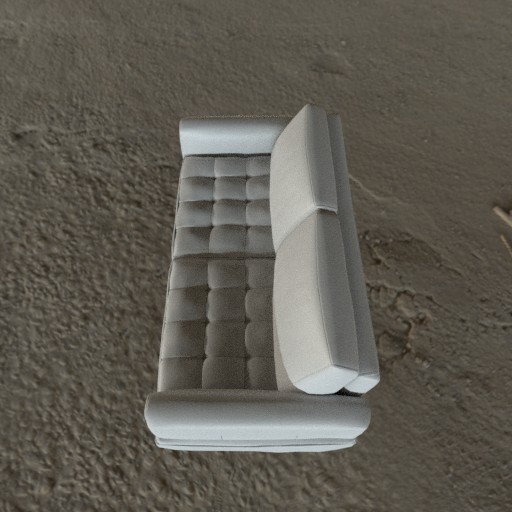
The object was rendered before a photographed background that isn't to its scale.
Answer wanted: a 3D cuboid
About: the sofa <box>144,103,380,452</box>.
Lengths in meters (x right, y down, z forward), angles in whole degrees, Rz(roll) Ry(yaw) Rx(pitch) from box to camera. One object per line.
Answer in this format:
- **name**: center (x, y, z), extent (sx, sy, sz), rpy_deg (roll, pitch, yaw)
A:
- **sofa**: center (0.000, 0.000, 2.734), extent (1.121, 0.930, 2.177), rpy_deg (0, 58, 0)
